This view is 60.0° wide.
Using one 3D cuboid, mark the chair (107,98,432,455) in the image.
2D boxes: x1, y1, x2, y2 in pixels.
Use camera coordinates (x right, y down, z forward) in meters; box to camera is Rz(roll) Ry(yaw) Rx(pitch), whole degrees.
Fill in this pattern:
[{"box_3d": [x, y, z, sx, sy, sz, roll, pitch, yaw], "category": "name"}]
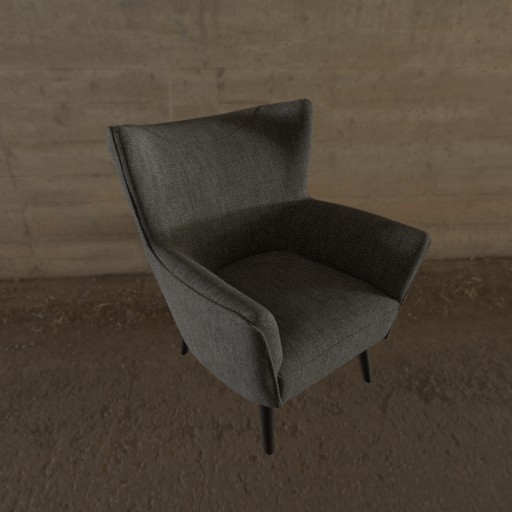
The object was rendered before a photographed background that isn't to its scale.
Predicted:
[{"box_3d": [0.000, 0.000, 1.553, 0.781, 0.933, 0.888, -21, 35, -34], "category": "chair"}]
